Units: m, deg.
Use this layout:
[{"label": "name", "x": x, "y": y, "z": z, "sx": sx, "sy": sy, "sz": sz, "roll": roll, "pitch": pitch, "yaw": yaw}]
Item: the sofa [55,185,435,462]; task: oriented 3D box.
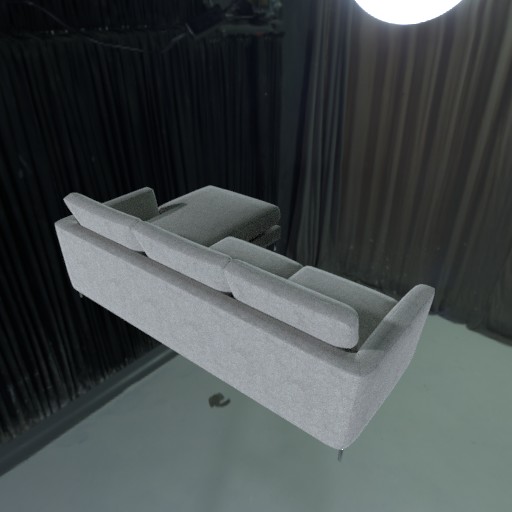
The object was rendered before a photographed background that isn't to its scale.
[{"label": "sofa", "x": 0.000, "y": 0.000, "z": 3.130, "sx": 2.438, "sy": 0.864, "sz": 1.626, "roll": 22, "pitch": 37, "yaw": 32}]
